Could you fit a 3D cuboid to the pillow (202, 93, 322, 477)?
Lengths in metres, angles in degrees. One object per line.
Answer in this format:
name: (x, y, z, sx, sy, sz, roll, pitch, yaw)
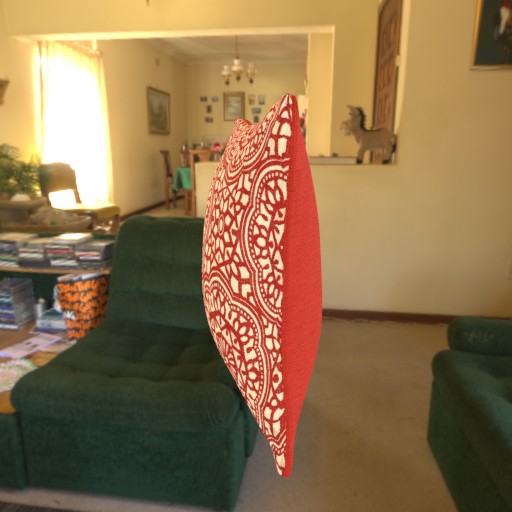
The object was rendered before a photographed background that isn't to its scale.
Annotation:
pillow: (0.000, 0.000, 0.666, 0.162, 0.419, 0.438, -2, 14, -8)
